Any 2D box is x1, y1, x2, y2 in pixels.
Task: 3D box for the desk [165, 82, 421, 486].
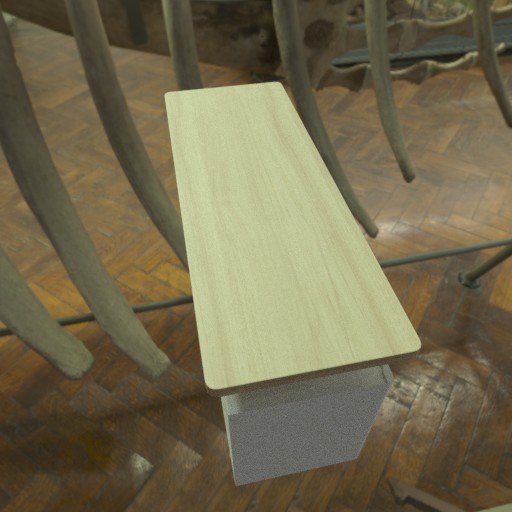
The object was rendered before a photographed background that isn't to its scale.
[{"bbox_3d":[0.000,0.000,1.846,0.550,0.755,1.500,-9,47,-8],"label":"desk"}]
